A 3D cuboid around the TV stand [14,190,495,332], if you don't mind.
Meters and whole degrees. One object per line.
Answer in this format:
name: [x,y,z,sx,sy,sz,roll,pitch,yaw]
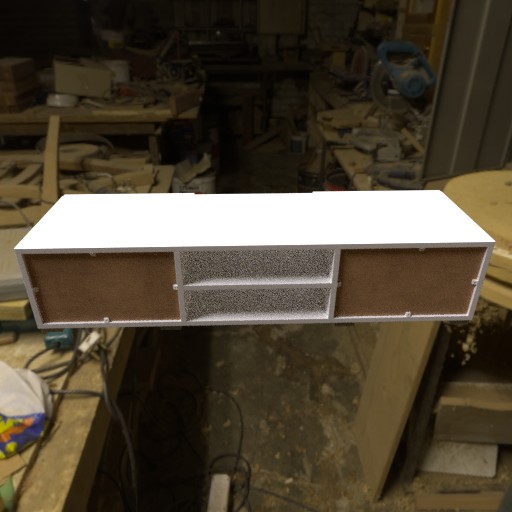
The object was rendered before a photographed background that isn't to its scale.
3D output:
TV stand: [0.000,0.000,1.546,1.400,0.310,0.420,-1,29,-2]
